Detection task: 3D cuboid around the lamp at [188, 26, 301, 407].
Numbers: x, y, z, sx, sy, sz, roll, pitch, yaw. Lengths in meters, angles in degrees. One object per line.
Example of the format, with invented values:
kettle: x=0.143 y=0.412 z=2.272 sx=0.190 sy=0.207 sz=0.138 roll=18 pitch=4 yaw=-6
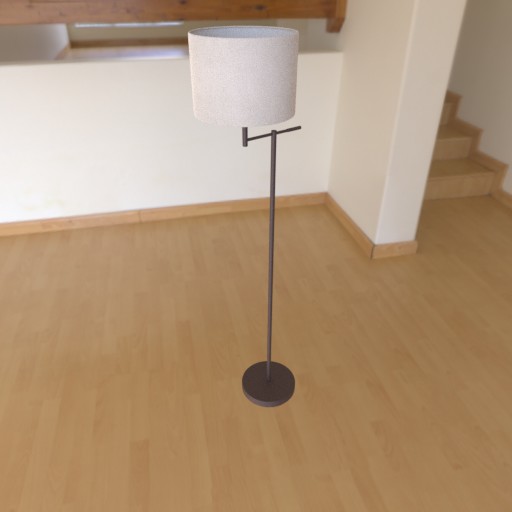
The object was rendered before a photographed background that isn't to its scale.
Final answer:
lamp: x=0.000 y=0.000 z=1.754 sx=0.416 sy=1.600 sz=0.324 roll=-22 pitch=39 yaw=-31
